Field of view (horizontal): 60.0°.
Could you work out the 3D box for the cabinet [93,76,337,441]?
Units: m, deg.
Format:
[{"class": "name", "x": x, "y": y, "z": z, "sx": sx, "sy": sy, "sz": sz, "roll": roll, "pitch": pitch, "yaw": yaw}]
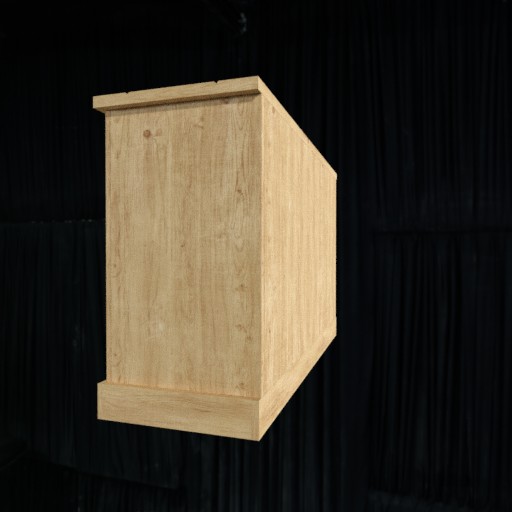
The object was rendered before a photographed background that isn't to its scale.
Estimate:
[{"class": "cabinet", "x": 0.000, "y": 0.000, "z": 1.675, "sx": 0.432, "sy": 0.810, "sz": 1.321, "roll": 0, "pitch": 1, "yaw": 18}]
